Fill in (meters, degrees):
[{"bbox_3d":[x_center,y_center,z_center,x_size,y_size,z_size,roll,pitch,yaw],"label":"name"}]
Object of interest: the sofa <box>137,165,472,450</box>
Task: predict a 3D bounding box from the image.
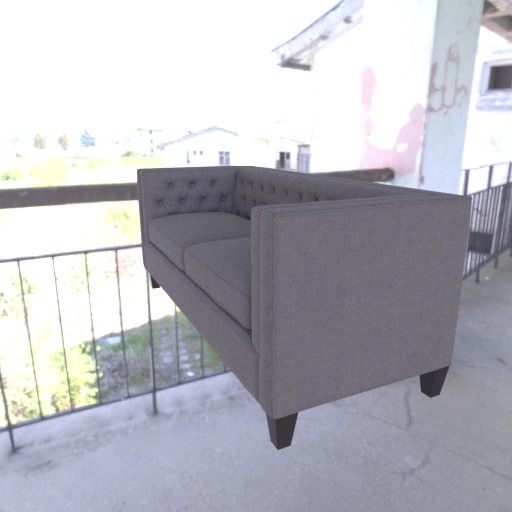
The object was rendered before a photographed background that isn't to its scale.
[{"bbox_3d":[0.000,0.000,2.189,0.775,0.762,1.778,-7,17,-25],"label":"sofa"}]
